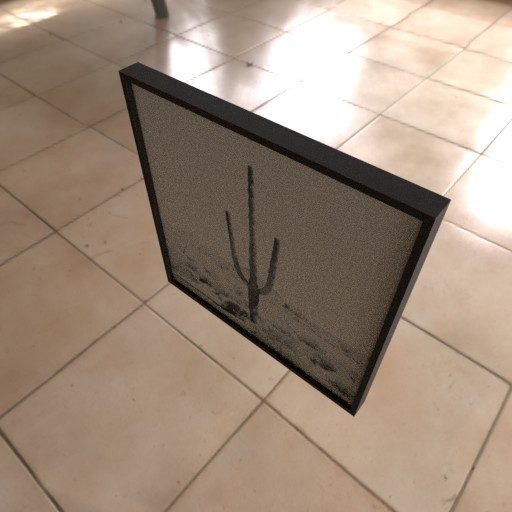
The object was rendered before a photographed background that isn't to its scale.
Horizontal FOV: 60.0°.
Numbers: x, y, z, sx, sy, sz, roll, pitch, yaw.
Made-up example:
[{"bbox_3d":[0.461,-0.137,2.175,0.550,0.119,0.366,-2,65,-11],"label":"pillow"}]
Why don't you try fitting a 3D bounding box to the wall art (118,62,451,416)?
[{"bbox_3d":[0.000,0.000,0.759,0.508,0.508,0.038,32,55,25],"label":"wall art"}]
